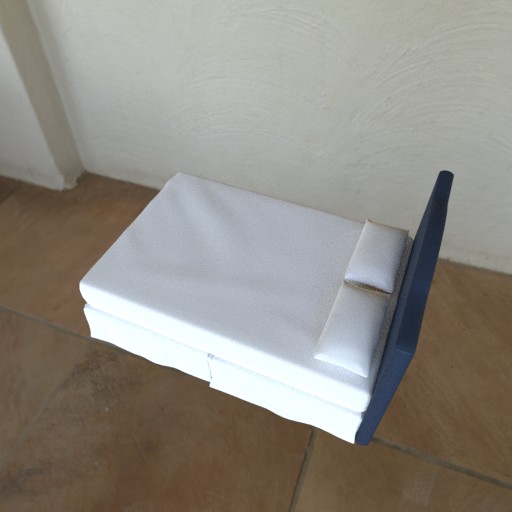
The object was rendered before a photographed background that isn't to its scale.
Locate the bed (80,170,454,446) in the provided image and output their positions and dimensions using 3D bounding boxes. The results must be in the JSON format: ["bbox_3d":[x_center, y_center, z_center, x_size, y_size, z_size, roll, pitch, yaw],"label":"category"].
[{"bbox_3d":[0.000,0.000,3.587,2.507,1.441,1.741,18,50,16],"label":"bed"}]
